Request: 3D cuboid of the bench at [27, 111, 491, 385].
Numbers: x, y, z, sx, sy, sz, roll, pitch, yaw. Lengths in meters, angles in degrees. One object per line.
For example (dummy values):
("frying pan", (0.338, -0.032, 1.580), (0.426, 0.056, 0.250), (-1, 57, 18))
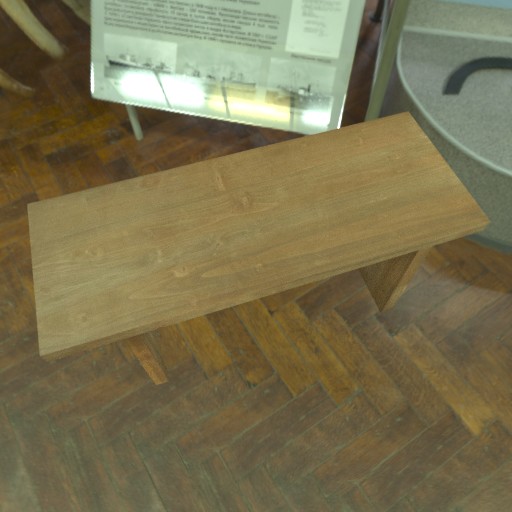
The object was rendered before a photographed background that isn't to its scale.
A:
("bench", (0.000, 0.000, 1.407), (1.183, 0.458, 0.458), (-16, 60, -9))
